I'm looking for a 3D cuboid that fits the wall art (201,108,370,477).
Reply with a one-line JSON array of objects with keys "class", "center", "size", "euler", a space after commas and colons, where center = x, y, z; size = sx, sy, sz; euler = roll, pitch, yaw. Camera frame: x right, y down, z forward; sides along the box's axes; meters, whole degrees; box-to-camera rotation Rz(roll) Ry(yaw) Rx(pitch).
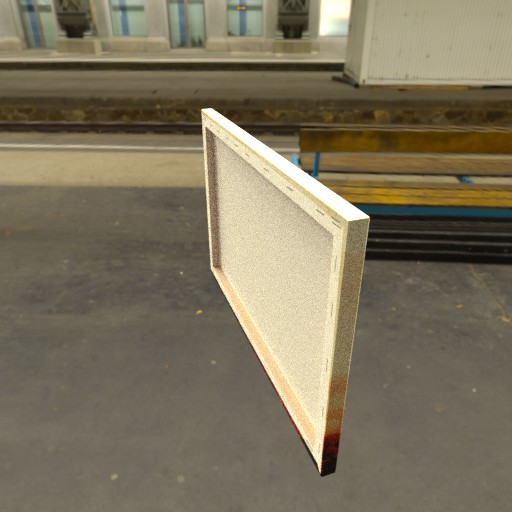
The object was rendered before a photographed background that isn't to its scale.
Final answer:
[{"class": "wall art", "center": [0.000, 0.000, 1.187], "size": [0.038, 0.602, 0.918], "euler": [-10, 30, -17]}]
